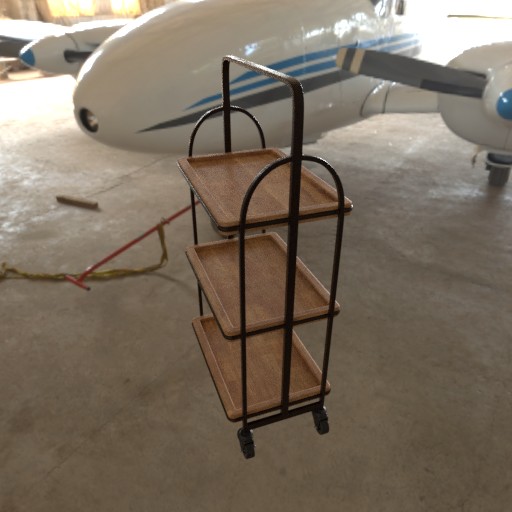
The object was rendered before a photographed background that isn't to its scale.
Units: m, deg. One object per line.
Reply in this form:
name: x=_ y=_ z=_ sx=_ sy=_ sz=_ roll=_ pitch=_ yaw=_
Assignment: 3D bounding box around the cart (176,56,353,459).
cart: x=0.000 y=0.000 z=1.257 sx=0.327 sy=1.001 sz=0.553 roll=-10 pitch=32 yaw=-17
